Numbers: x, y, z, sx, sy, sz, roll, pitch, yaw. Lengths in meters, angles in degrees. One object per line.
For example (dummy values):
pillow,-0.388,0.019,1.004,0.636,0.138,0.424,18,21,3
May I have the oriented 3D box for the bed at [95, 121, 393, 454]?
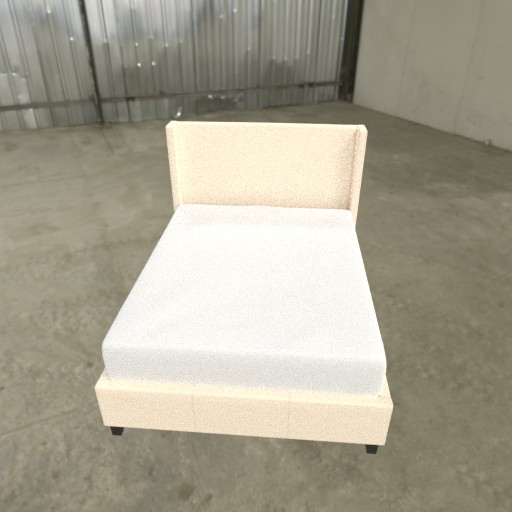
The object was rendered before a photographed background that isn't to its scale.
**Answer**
bed,0.000,0.000,3.414,1.765,1.471,2.280,2,31,4
